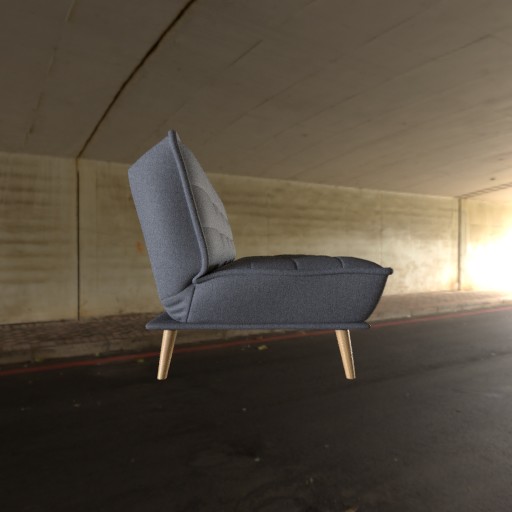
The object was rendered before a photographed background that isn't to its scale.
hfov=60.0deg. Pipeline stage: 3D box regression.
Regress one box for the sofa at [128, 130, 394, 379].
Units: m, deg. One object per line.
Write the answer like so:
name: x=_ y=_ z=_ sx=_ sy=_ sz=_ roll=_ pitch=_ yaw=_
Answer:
sofa: x=0.000 y=0.000 z=2.479 sx=0.950 sy=0.890 sz=1.940 roll=0 pitch=0 yaw=0
